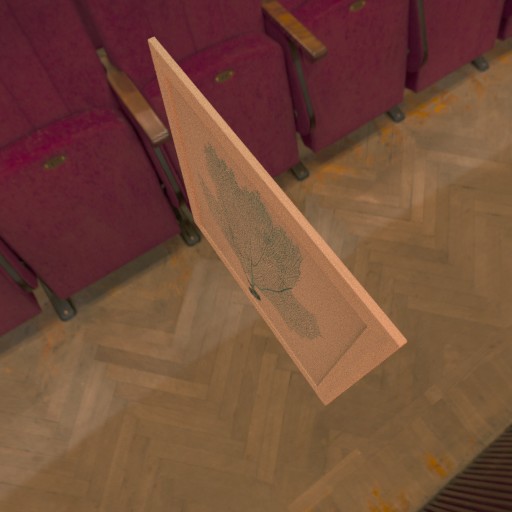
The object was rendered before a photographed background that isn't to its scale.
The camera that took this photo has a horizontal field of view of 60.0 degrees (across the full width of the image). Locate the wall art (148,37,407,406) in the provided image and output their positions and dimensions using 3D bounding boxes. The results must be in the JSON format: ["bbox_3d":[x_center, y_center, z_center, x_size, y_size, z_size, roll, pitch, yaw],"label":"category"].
[{"bbox_3d":[0.000,0.000,0.856,0.013,0.584,0.584,-32,69,-14],"label":"wall art"}]
